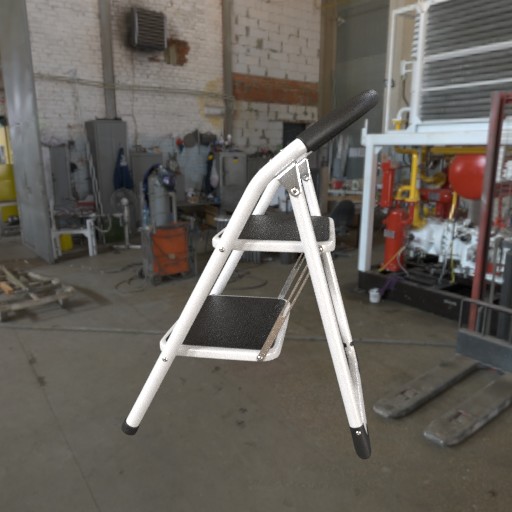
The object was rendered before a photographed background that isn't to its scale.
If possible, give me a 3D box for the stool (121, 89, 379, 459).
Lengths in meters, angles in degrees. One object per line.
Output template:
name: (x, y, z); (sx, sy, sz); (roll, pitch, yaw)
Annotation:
stool: (0.000, 0.000, 1.093); (0.559, 0.760, 0.453); (2, 14, 9)
